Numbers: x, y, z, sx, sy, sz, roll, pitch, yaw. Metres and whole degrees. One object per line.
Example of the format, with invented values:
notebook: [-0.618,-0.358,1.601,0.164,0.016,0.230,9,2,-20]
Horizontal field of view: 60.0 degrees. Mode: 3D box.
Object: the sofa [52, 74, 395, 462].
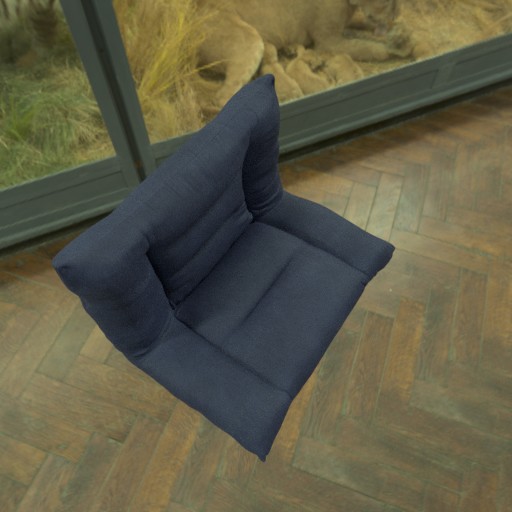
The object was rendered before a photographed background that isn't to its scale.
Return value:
sofa: [0.000,0.000,1.724,0.849,0.778,1.122,31,63,18]
